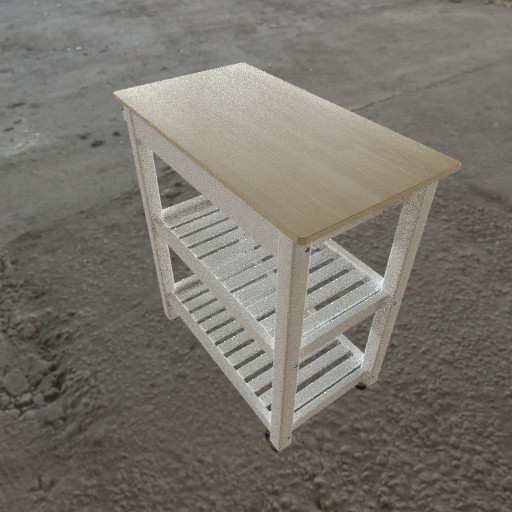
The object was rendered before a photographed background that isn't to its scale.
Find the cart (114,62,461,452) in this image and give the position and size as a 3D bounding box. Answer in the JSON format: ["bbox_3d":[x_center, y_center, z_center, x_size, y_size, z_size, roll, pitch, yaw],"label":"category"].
[{"bbox_3d":[0.000,0.000,1.434,0.457,0.927,0.899,-25,47,-26],"label":"cart"}]
